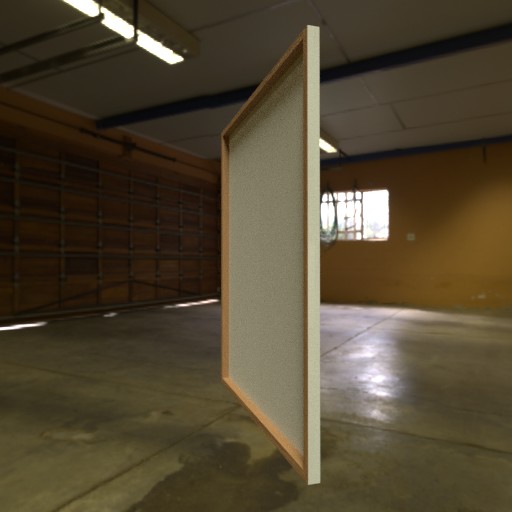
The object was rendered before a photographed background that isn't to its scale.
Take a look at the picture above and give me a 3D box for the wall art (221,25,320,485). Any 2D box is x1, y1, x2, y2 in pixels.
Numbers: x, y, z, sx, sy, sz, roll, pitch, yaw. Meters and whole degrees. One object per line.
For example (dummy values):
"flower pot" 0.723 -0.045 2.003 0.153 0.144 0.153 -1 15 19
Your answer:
"wall art" 0.000 0.000 0.978 0.021 0.710 0.609 0 -1 -17
